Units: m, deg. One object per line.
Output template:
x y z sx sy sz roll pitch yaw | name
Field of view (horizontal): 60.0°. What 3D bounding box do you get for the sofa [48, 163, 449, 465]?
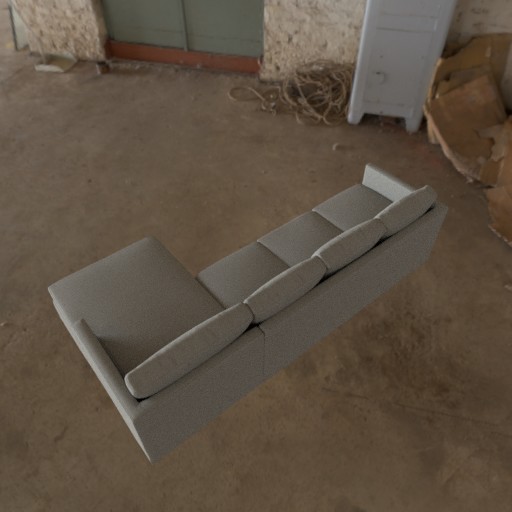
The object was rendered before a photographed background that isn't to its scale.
0.000 0.000 3.904 3.177 0.867 1.622 -30 53 -26 | sofa
